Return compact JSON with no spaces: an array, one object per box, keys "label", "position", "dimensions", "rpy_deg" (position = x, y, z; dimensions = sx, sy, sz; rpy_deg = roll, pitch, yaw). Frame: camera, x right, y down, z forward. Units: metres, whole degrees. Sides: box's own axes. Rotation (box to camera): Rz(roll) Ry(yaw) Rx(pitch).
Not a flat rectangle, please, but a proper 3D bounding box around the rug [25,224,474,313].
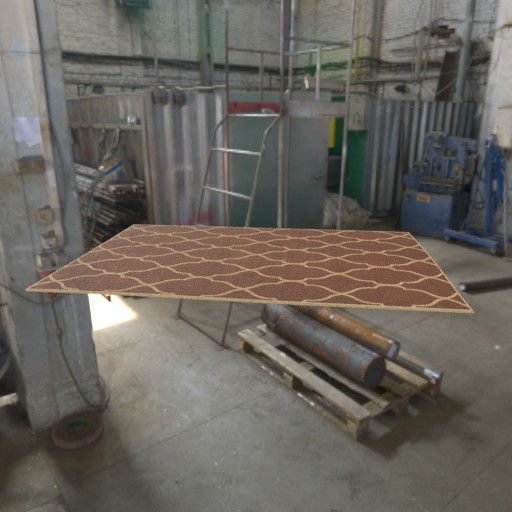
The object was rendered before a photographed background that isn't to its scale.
[{"label":"rug","position":[0.000,0.000,2.941],"dimensions":[2.290,0.014,1.526],"rpy_deg":[2,17,7]}]
